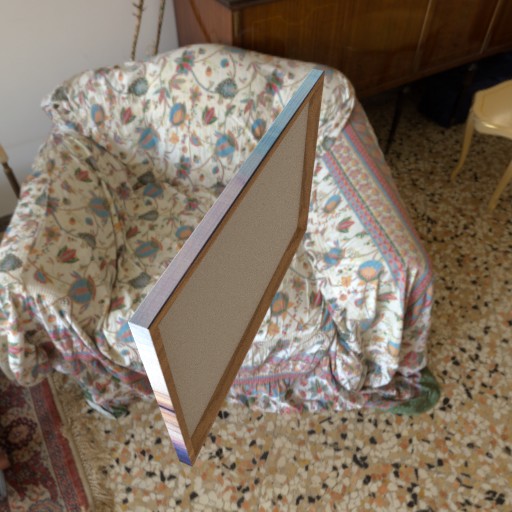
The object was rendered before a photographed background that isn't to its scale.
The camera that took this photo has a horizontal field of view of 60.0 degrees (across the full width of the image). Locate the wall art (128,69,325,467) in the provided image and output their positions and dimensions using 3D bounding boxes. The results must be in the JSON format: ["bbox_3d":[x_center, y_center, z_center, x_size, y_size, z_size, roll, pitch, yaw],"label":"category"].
[{"bbox_3d":[0.000,0.000,1.159,0.037,0.605,0.911,17,49,15],"label":"wall art"}]
